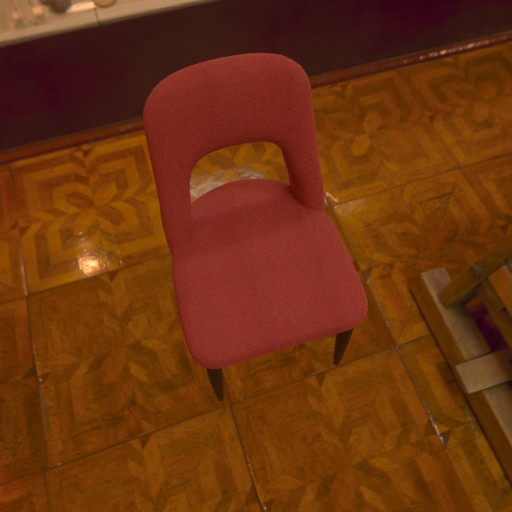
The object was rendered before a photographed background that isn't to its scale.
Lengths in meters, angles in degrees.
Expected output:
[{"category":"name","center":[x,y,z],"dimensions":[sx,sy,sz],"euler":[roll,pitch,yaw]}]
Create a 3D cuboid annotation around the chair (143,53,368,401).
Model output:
[{"category":"chair","center":[0.000,0.000,1.235],"dimensions":[0.483,0.892,0.569],"euler":[-15,65,-7]}]
